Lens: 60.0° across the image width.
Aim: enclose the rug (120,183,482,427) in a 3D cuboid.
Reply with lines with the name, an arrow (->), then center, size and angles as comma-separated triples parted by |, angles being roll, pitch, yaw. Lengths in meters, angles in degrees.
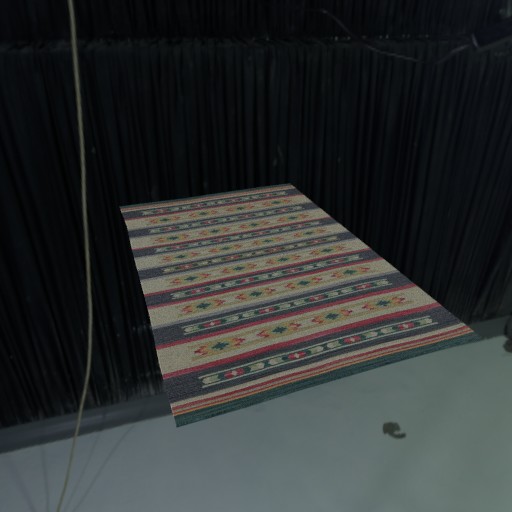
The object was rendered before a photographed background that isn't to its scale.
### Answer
rug -> 0.000, 0.000, 2.895 | 1.522, 0.010, 2.311 | -10, 31, -18
